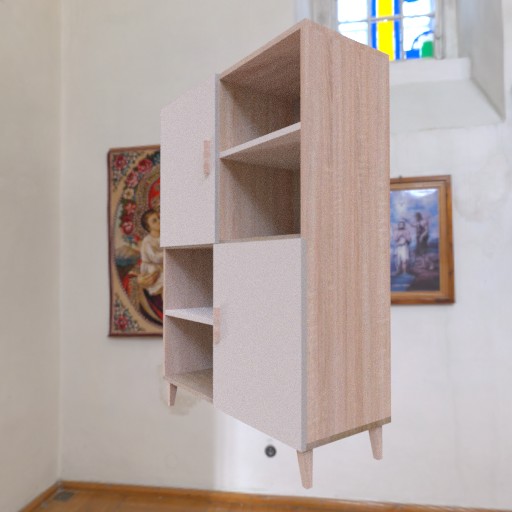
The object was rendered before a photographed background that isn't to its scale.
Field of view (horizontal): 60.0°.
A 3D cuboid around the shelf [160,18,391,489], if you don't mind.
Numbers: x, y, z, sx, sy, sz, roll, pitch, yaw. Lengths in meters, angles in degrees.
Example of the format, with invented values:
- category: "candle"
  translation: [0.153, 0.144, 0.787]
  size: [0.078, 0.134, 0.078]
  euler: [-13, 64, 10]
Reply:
- category: "shelf"
  translation: [0.000, 0.000, 1.817]
  size: [0.434, 1.405, 0.995]
  euler: [1, -1, -36]
